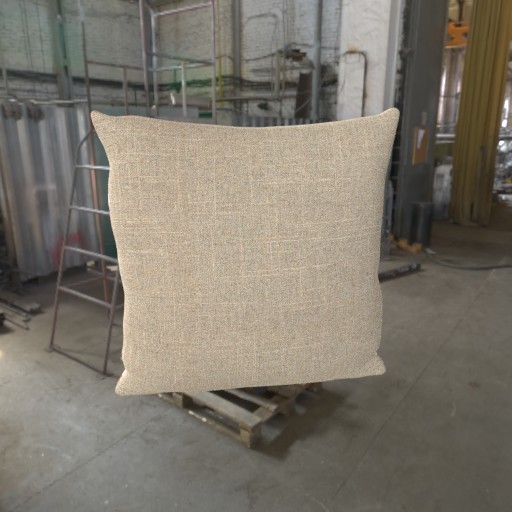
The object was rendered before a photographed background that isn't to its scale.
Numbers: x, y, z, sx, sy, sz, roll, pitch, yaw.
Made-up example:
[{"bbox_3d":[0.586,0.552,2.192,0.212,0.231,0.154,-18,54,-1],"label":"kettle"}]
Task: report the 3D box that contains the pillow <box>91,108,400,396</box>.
[{"bbox_3d":[0.000,0.000,0.667,0.439,0.427,0.182,-2,16,-9],"label":"pillow"}]
